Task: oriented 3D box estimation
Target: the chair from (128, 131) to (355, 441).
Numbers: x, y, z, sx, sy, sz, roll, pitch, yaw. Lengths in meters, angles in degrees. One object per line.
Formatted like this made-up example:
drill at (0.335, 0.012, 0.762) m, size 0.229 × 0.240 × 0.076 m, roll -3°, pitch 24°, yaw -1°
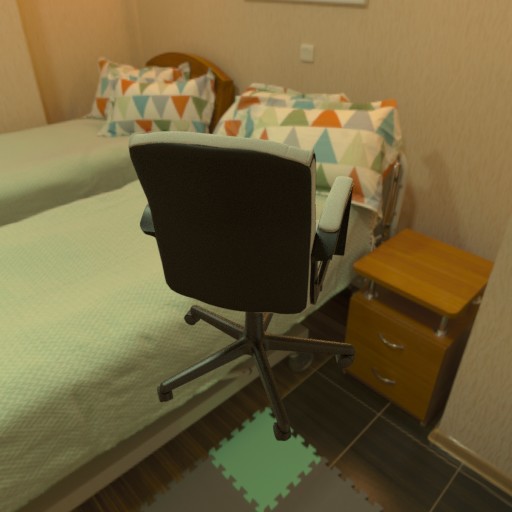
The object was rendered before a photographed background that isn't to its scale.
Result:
chair at (0.000, 0.000, 1.486) m, size 0.739 × 1.004 × 0.717 m, roll 9°, pitch 33°, yaw 14°
